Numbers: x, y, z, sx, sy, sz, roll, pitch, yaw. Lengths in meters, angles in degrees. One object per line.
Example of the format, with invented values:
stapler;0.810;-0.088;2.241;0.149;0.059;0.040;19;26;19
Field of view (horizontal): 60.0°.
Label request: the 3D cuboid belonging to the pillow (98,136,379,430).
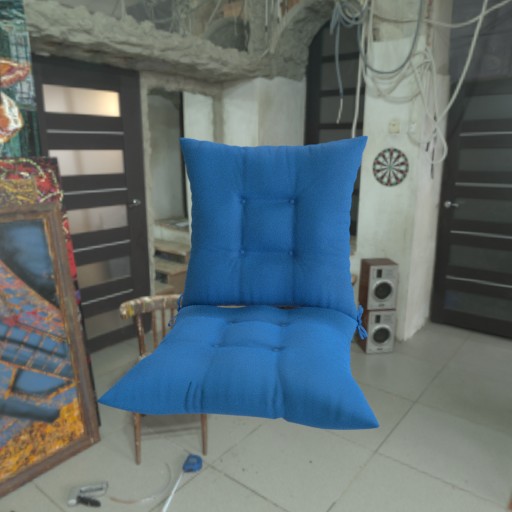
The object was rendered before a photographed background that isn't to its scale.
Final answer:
pillow;0.000;0.000;1.000;0.541;0.536;0.585;2;14;9
